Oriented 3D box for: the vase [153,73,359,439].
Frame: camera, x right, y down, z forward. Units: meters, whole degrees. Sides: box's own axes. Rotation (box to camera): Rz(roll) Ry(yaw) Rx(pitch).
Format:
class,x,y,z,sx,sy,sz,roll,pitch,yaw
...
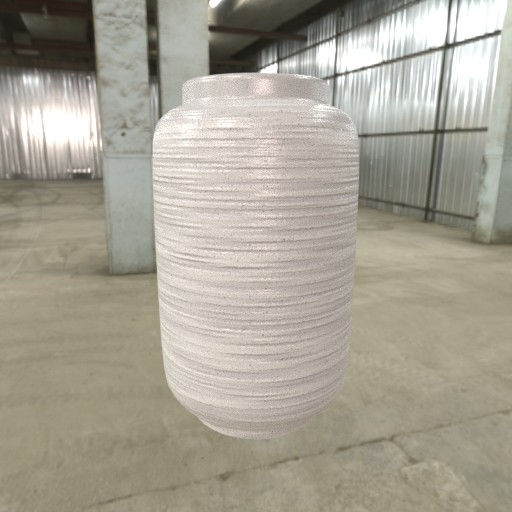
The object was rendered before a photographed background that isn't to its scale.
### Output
class,x,y,z,sx,sy,sz,roll,pitch,yaw
vase,0.000,0.000,0.461,0.202,0.335,0.202,0,13,0
